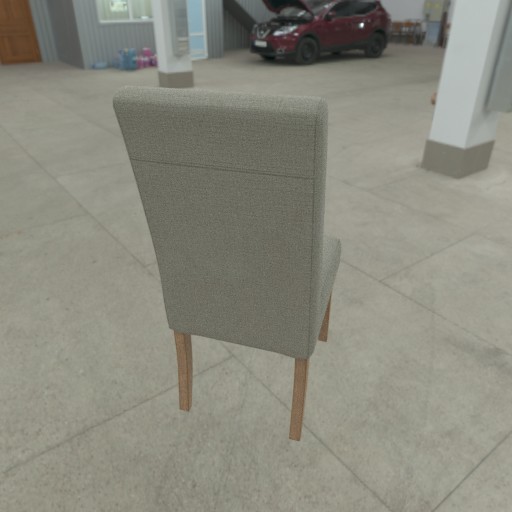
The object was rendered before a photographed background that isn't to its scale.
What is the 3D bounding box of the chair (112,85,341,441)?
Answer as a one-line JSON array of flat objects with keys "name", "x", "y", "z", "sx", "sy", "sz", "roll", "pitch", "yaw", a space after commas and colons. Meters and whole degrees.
[{"name": "chair", "x": 0.000, "y": 0.000, "z": 1.334, "sx": 0.450, "sy": 1.033, "sz": 0.611, "roll": 9, "pitch": 32, "yaw": 15}]
